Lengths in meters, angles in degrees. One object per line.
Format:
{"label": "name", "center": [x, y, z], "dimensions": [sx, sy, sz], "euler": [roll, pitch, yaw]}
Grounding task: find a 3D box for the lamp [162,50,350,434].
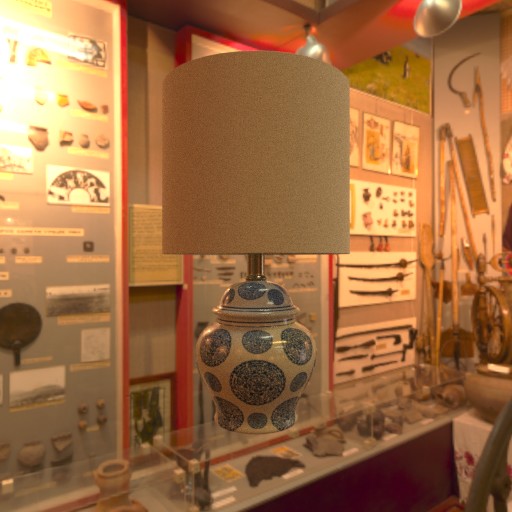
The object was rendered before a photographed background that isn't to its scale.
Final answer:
{"label": "lamp", "center": [0.000, 0.000, 0.518], "dimensions": [0.215, 0.381, 0.215], "euler": [0, 0, -36]}
